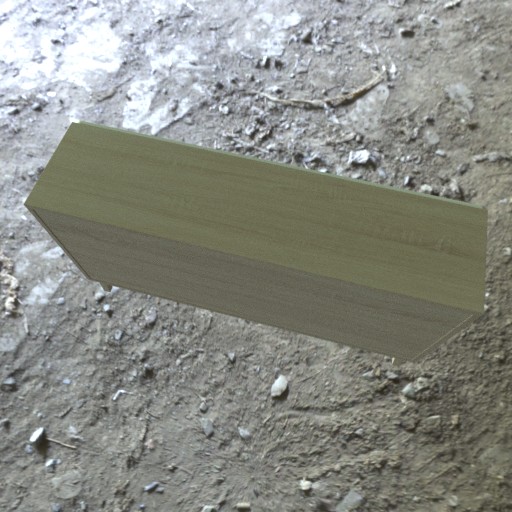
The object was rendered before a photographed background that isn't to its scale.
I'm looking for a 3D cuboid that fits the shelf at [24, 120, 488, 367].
[{"bbox_3d":[0.000,0.000,1.819,1.490,0.780,0.400,13,64,7],"label":"shelf"}]
